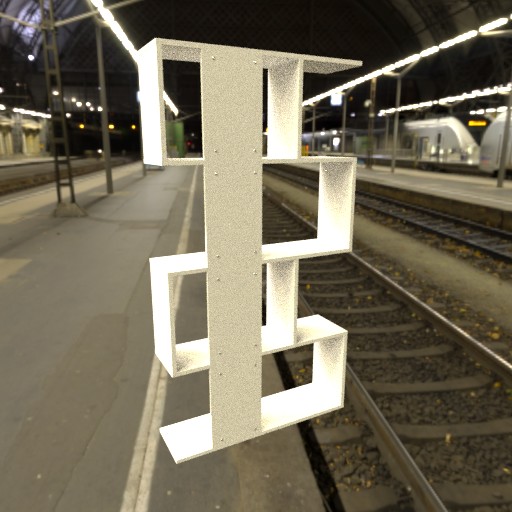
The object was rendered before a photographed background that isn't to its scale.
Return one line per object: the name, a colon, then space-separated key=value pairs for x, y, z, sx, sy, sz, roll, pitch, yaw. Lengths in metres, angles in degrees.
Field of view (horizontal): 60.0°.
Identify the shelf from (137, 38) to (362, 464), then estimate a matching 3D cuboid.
shelf: x=0.000 y=0.000 z=1.980 sx=0.890 sy=1.650 sz=0.250 roll=-7 pitch=16 yaw=-27
